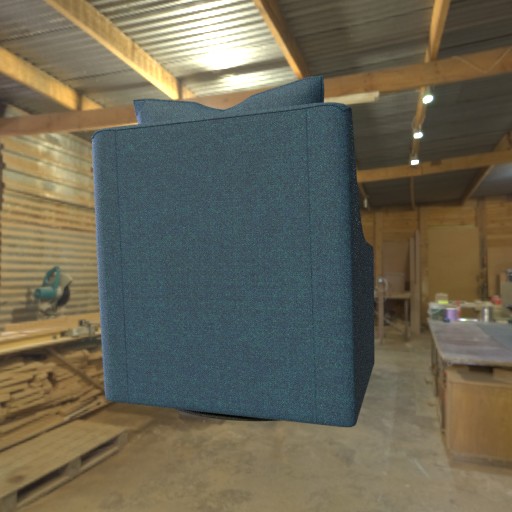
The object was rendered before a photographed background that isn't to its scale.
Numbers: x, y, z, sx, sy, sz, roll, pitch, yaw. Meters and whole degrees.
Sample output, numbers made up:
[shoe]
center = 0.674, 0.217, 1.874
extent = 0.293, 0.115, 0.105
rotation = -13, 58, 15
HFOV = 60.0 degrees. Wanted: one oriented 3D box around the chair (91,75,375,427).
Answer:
[chair]
center = 0.000, 0.000, 1.557
extent = 0.750, 0.939, 0.870
rotation = -1, -2, 18
